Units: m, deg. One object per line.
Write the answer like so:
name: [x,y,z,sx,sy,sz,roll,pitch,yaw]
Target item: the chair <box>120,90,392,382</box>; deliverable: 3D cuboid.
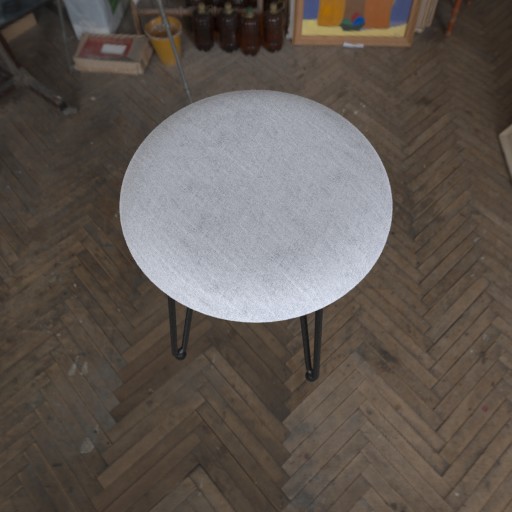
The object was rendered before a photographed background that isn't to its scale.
chair: [0.000,0.000,0.649,0.350,0.386,0.350,-33,67,-15]
